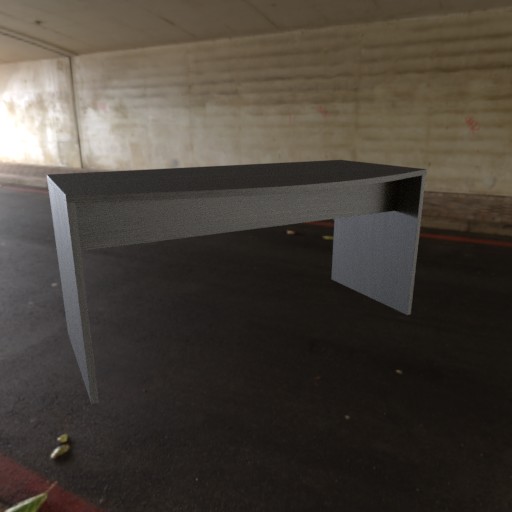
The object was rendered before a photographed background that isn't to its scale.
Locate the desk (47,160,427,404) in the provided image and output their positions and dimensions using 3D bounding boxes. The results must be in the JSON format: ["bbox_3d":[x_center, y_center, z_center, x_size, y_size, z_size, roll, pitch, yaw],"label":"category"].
[{"bbox_3d":[0.000,0.000,2.038,1.600,0.750,0.802,-9,19,-28],"label":"desk"}]
